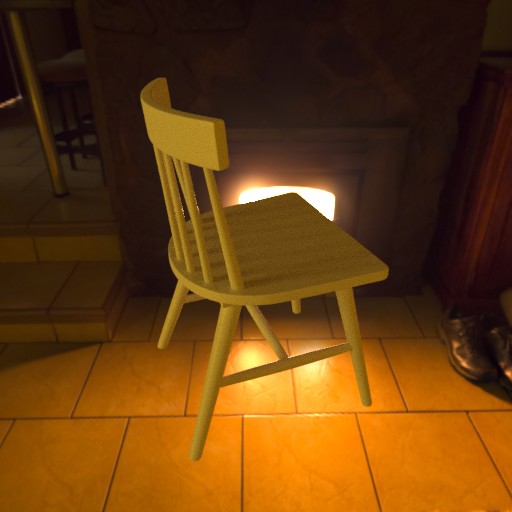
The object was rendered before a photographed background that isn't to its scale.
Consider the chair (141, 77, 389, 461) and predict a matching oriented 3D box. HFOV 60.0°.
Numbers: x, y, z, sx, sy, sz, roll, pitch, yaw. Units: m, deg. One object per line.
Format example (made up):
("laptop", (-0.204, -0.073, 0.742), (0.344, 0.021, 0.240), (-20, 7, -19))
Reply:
("chair", (0.000, 0.000, 1.104), (0.500, 0.787, 0.483), (-11, 32, -18))
